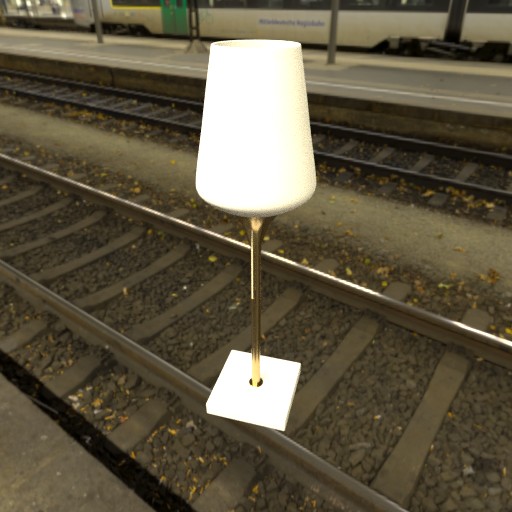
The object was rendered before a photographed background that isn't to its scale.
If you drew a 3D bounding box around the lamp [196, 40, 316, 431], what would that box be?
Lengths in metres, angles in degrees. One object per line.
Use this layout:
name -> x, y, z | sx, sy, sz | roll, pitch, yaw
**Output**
lamp -> 0.000, 0.000, 0.737 | 0.181, 0.639, 0.181 | 8, 31, 14
